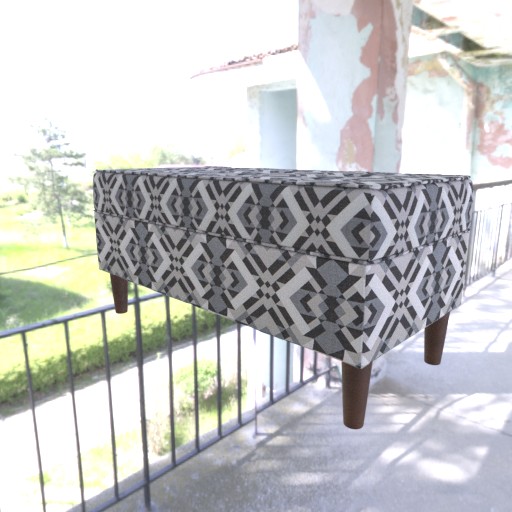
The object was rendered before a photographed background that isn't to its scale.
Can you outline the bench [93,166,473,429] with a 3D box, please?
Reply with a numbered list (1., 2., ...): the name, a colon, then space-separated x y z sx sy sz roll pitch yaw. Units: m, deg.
1. bench: 0.000 0.000 1.275 1.016 0.477 0.492 13 18 43
